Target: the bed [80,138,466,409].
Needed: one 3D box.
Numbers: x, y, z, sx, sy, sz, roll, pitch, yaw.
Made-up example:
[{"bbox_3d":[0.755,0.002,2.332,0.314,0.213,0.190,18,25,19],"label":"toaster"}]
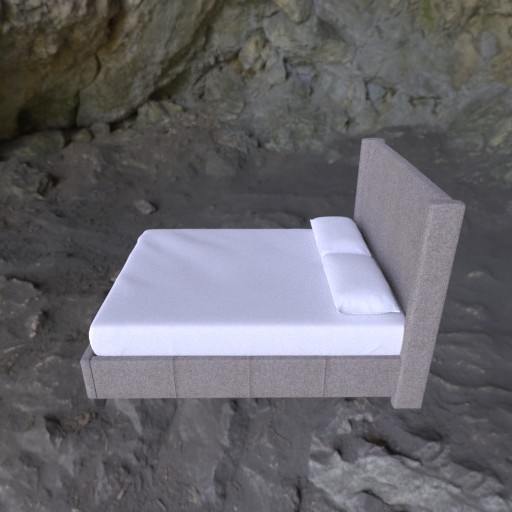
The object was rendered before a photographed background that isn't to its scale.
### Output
[{"bbox_3d":[0.000,0.000,3.434,2.245,1.476,1.714,0,26,0],"label":"bed"}]
